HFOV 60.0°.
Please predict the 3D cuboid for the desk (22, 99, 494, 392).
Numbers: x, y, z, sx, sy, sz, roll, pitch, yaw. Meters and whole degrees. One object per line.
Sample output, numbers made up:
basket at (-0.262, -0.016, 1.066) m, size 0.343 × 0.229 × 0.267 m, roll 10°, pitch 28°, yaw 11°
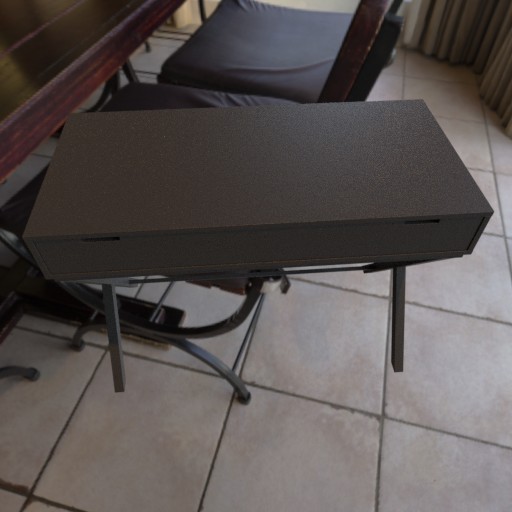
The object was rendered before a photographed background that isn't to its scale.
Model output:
desk at (0.000, 0.000, 1.446) m, size 1.057 × 0.780 × 0.504 m, roll -3°, pitch 48°, yaw -3°
